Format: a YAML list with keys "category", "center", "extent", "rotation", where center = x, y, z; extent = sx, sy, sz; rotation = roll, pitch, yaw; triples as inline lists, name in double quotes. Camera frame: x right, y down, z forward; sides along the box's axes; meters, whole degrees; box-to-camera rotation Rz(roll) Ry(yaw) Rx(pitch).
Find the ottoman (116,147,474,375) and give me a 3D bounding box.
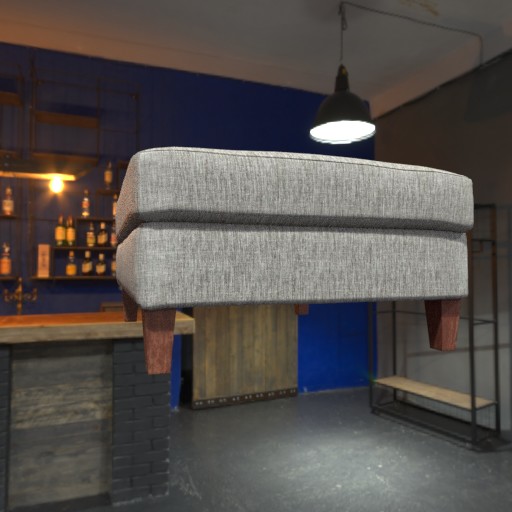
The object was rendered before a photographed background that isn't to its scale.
- category: "ottoman"
  center: [0.000, 0.000, 1.424]
  extent: [0.839, 0.492, 0.994]
  rotation: [0, -1, -19]
